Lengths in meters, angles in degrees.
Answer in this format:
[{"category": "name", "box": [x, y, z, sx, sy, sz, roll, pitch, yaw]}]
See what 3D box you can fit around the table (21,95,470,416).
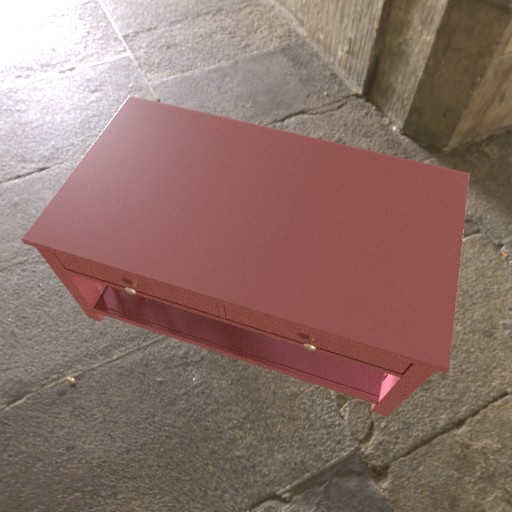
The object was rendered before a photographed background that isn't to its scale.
[{"category": "table", "box": [0.000, 0.000, 1.395, 1.068, 0.493, 0.612, 16, 59, 10]}]
